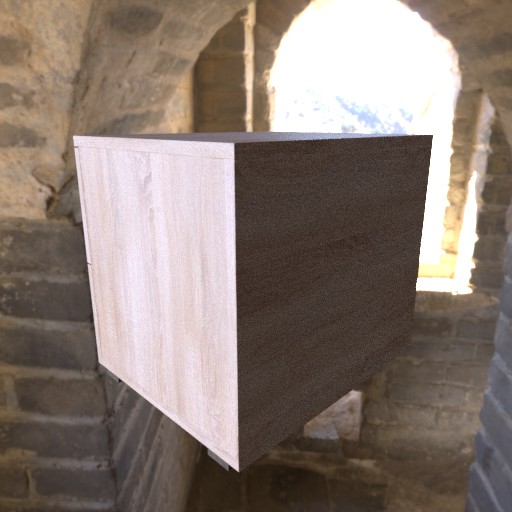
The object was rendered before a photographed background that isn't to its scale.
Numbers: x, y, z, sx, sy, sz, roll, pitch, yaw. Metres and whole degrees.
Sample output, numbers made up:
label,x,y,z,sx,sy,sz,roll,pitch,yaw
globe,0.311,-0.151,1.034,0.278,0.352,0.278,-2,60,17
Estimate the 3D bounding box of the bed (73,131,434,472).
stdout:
label,x,y,z,sx,sy,sz,roll,pitch,yaw
bed,0.000,0.000,0.797,0.460,0.420,0.401,-16,23,-43
